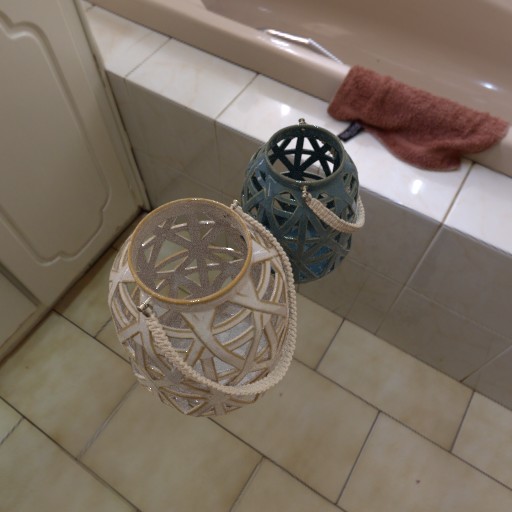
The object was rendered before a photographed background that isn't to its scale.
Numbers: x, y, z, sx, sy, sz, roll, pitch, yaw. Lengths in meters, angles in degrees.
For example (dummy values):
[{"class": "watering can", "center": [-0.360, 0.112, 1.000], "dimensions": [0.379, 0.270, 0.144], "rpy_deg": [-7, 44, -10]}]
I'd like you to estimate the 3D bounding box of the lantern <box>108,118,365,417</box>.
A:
[{"class": "lantern", "center": [0.000, 0.000, 0.618], "dimensions": [0.245, 0.307, 0.439], "rpy_deg": [31, 64, 17]}]
